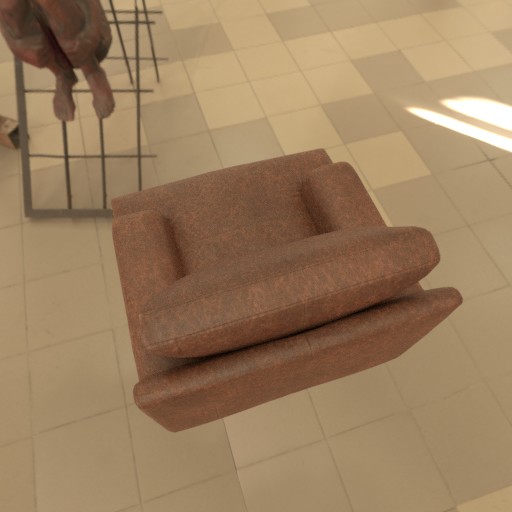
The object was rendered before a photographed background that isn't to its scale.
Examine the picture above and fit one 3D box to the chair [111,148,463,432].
[{"bbox_3d":[0.000,0.000,1.913,1.168,0.939,1.143,-16,59,-10],"label":"chair"}]
